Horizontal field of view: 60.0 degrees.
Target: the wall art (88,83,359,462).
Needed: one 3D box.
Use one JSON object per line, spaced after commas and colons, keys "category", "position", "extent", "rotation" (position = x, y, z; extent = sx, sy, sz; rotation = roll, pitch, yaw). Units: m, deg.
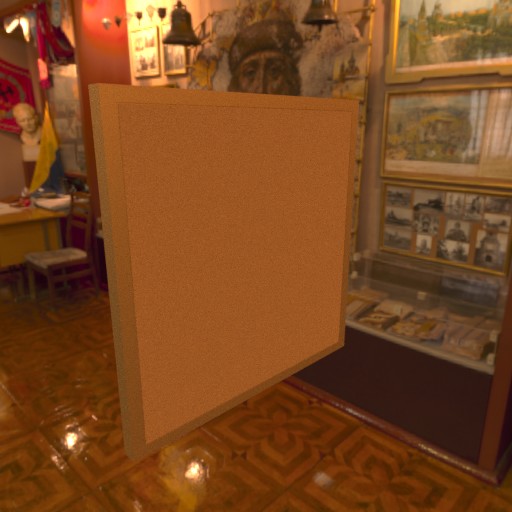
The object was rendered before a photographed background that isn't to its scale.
{"category": "wall art", "position": [0.000, 0.000, 2.806], "extent": [1.926, 1.926, 0.099], "rotation": [-15, 22, -41]}
